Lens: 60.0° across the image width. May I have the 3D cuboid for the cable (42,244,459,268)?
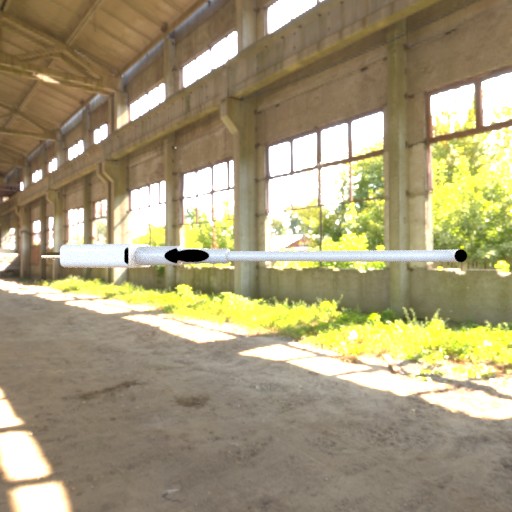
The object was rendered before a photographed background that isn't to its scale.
[{"bbox_3d":[0.000,0.000,0.111,0.098,0.006,0.040,0,0,18],"label":"cable"}]
